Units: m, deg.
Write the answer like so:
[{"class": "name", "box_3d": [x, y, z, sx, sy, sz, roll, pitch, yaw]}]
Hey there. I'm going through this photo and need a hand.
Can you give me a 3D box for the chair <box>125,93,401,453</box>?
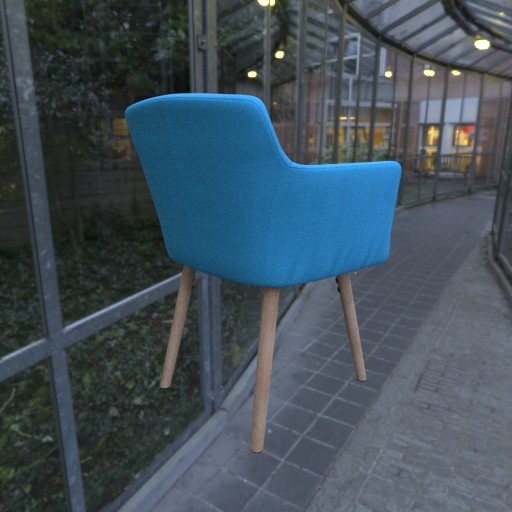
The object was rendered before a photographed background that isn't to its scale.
[{"class": "chair", "box_3d": [0.000, 0.000, 1.178, 0.540, 0.780, 0.570, -14, 21, -42]}]
